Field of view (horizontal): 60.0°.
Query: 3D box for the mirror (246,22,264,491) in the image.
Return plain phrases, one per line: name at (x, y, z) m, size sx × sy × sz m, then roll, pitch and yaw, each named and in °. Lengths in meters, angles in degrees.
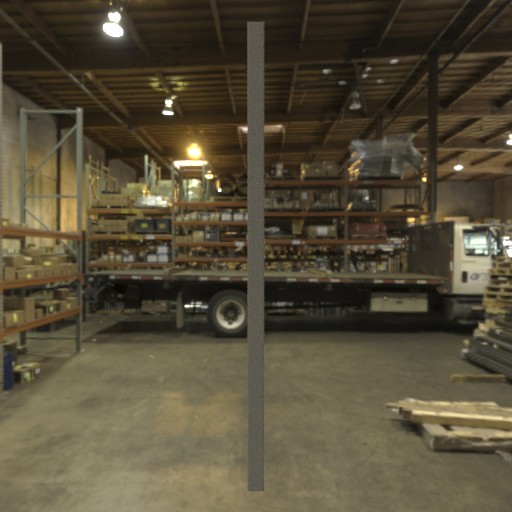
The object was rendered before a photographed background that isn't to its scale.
mirror at (0.000, 0.000, 1.340) m, size 0.040 × 1.016 × 0.762 m, roll 0°, pitch 1°, yaw 0°
